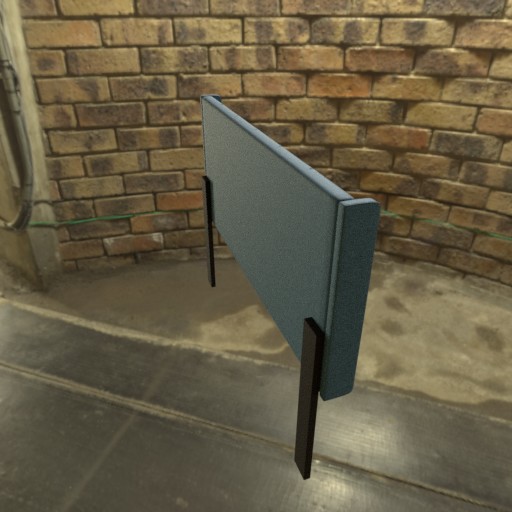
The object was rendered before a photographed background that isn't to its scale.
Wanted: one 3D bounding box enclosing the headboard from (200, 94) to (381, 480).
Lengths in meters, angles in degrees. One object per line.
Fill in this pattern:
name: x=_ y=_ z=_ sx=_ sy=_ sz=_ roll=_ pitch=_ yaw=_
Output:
headboard: x=0.000 y=0.000 z=2.690 sx=0.184 sy=1.524 sz=2.051 roll=-10 pitch=32 yaw=-17
